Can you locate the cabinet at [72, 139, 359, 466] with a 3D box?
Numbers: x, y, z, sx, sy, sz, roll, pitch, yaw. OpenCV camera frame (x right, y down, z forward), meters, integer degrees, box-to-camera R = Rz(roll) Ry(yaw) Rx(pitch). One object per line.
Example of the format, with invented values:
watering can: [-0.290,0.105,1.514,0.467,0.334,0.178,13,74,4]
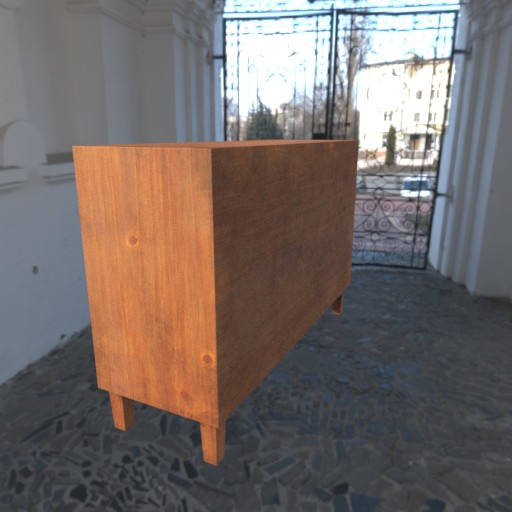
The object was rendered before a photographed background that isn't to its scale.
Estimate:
cabinet: [0.000,0.000,1.619,0.403,0.805,1.204,8,17,26]
